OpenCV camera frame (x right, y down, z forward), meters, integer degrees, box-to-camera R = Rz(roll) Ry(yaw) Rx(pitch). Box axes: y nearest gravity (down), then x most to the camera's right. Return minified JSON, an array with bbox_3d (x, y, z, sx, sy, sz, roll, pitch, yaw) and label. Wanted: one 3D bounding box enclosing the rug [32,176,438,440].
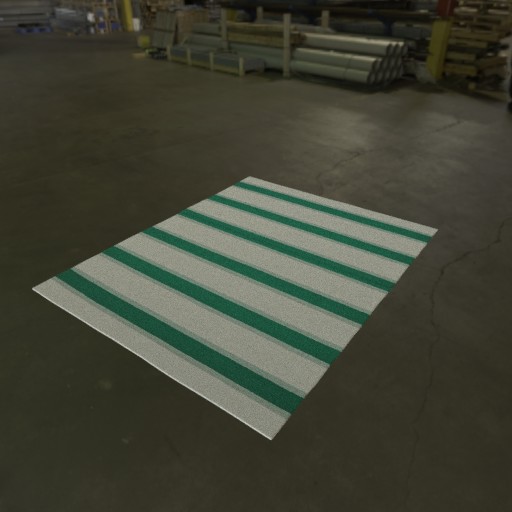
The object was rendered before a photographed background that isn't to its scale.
[{"bbox_3d":[0.000,0.000,4.137,2.434,0.019,3.041,21,38,30],"label":"rug"}]
